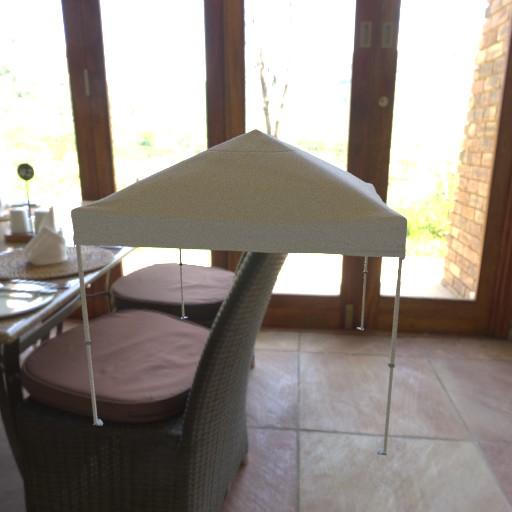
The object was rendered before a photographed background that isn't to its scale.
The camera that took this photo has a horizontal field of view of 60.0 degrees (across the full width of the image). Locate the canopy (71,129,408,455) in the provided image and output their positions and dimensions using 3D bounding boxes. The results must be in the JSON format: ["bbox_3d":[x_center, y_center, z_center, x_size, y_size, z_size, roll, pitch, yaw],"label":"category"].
[{"bbox_3d":[0.000,0.000,5.433,2.998,2.997,2.996,2,15,9],"label":"canopy"}]
